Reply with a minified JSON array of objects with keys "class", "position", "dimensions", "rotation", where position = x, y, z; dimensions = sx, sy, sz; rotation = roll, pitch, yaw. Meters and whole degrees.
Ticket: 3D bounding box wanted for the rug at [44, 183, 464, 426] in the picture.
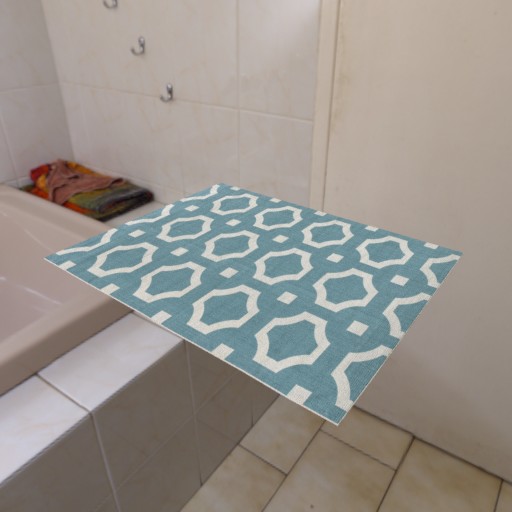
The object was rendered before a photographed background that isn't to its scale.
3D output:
[{"class":"rug","position":[0.000,0.000,4.126],"dimensions":[3.049,0.021,2.466],"rotation":[21,36,32]}]
